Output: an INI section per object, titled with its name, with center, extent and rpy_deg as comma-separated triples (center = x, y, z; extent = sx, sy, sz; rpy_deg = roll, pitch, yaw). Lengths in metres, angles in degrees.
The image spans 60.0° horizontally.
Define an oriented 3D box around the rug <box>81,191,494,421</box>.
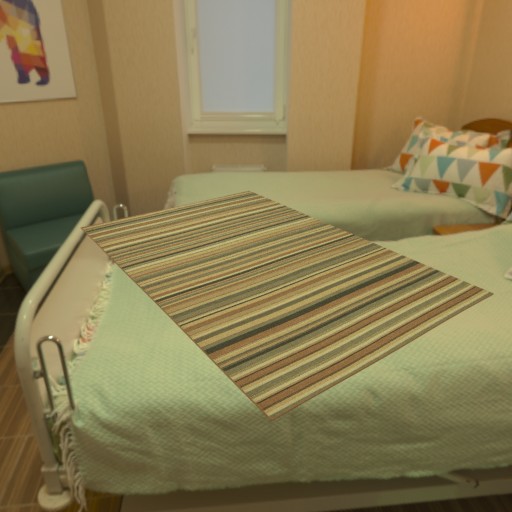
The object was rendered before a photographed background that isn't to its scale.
[rug]
center = 0.000, 0.000, 2.262
extent = 1.219, 0.008, 1.829
rpy_deg = -18, 31, -32
